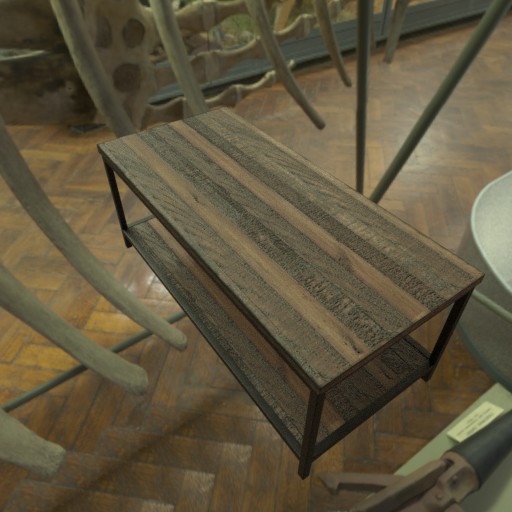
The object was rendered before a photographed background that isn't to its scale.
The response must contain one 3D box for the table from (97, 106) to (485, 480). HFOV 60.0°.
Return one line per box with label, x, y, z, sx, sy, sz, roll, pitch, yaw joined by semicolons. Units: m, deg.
table;0.000;0.000;1.246;0.452;0.399;0.990;-26;48;-25
